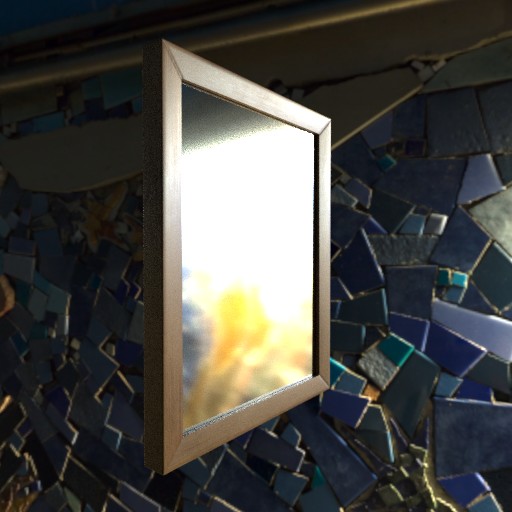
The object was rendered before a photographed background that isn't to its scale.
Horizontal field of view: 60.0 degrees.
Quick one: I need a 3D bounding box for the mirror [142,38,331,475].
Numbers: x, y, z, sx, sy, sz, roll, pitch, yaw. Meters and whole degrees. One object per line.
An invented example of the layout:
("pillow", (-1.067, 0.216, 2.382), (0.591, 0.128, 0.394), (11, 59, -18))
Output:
("mirror", (0.000, 0.000, 0.686), (0.041, 0.508, 0.405), (1, 1, 38))
